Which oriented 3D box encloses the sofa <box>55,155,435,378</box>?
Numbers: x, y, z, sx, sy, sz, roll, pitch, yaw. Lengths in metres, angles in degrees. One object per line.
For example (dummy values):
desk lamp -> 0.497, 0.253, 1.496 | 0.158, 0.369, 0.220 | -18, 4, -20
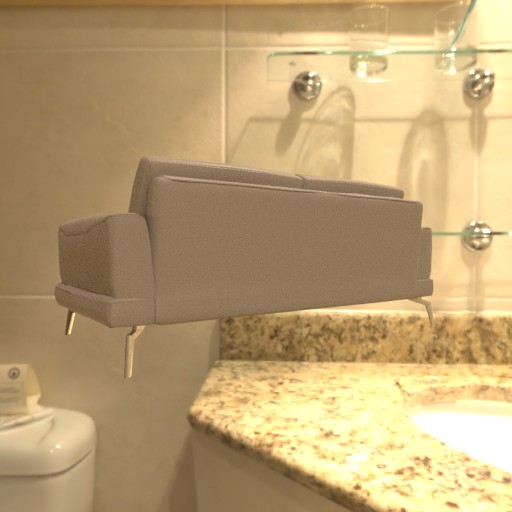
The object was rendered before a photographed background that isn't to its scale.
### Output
sofa -> 0.000, 0.000, 2.742 | 2.177, 0.930, 1.121 | -1, 1, -35
